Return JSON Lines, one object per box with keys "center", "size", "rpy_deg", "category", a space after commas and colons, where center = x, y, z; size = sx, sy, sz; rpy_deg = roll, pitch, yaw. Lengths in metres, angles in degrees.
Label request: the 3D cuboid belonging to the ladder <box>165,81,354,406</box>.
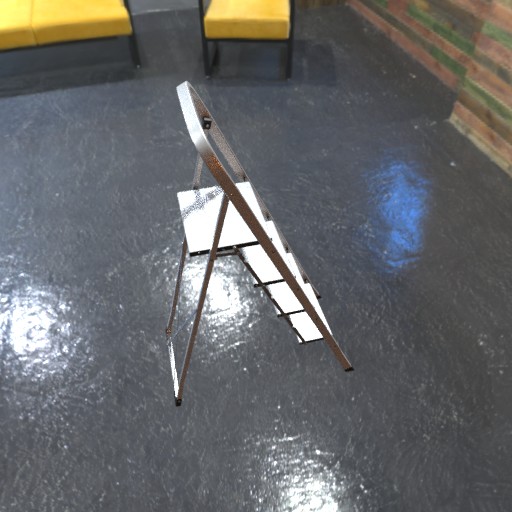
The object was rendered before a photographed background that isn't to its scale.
{"center": [0.000, 0.000, 1.682], "size": [0.830, 1.290, 0.465], "rpy_deg": [-10, 47, -10], "category": "ladder"}
